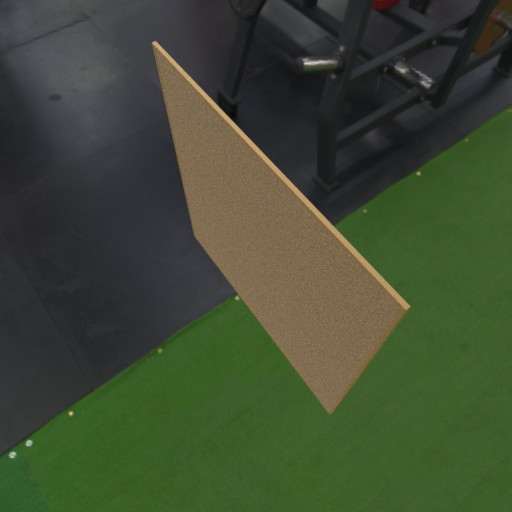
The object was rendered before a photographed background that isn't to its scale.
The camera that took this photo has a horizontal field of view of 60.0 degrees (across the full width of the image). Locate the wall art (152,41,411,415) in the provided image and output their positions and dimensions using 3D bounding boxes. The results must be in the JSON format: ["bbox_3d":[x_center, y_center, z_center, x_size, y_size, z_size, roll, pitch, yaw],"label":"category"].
[{"bbox_3d":[0.000,0.000,1.418,0.013,0.959,0.962,-31,64,-17],"label":"wall art"}]
